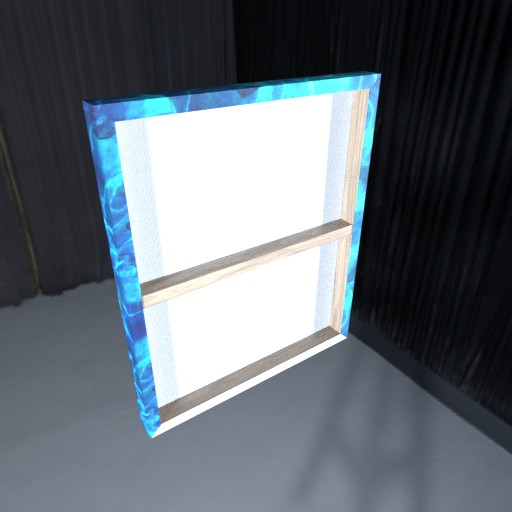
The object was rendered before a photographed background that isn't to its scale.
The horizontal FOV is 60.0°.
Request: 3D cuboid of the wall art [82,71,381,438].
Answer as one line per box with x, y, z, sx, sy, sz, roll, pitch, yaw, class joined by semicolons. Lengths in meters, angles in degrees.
0.000;0.000;0.697;0.432;0.508;0.038;-19;34;-30;wall art
